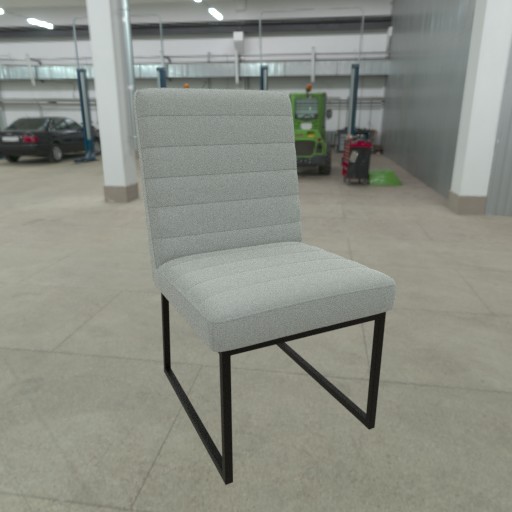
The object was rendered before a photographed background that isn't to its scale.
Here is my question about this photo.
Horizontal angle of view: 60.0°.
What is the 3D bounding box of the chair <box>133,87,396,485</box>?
[{"bbox_3d":[0.000,0.000,1.284,0.520,0.930,0.634,-9,20,-25],"label":"chair"}]
